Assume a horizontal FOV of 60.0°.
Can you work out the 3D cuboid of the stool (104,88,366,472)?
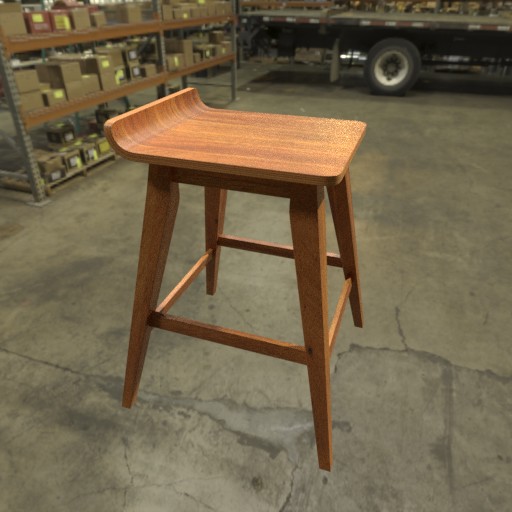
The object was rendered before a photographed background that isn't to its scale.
[{"bbox_3d":[0.000,0.000,1.013,0.500,0.650,0.500,10,33,17],"label":"stool"}]
